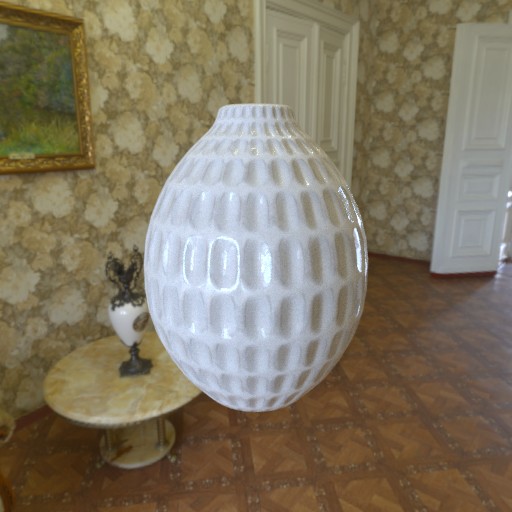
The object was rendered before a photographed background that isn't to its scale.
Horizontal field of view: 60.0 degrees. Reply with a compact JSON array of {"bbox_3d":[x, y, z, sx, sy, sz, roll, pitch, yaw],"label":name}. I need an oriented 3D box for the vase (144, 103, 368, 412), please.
[{"bbox_3d":[0.000,0.000,0.260,0.128,0.167,0.128,0,15,0],"label":"vase"}]
